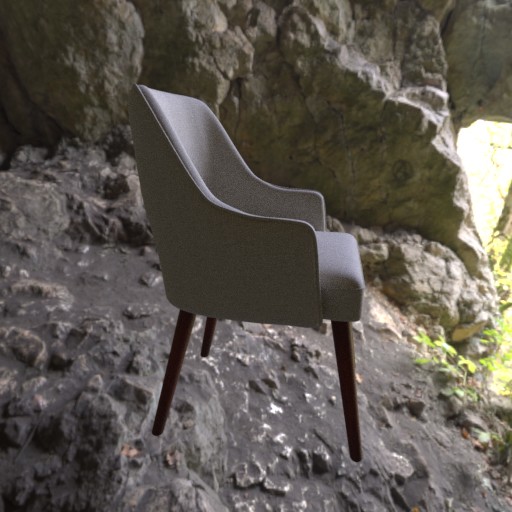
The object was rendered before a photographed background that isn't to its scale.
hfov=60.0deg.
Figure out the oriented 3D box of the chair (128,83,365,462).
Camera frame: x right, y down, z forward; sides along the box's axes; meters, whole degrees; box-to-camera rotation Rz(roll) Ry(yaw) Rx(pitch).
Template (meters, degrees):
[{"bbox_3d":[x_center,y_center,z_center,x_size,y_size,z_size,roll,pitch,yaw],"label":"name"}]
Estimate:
[{"bbox_3d":[0.000,0.000,1.175,0.580,0.840,0.560,3,16,10],"label":"chair"}]
